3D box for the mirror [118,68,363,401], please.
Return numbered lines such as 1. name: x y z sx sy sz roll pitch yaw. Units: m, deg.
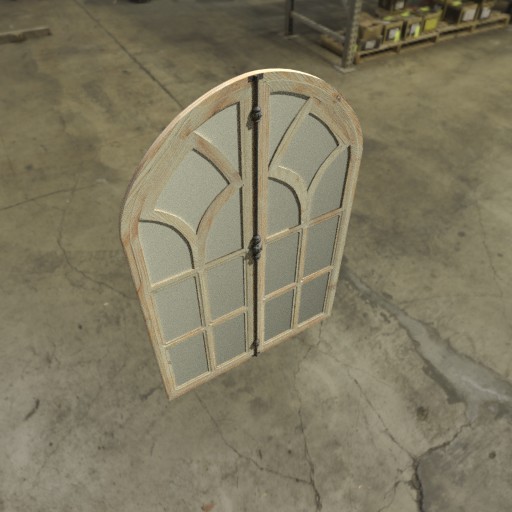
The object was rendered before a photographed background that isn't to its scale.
1. mirror: 0.000 0.000 1.112 0.609 0.915 0.032 -23 50 -21
